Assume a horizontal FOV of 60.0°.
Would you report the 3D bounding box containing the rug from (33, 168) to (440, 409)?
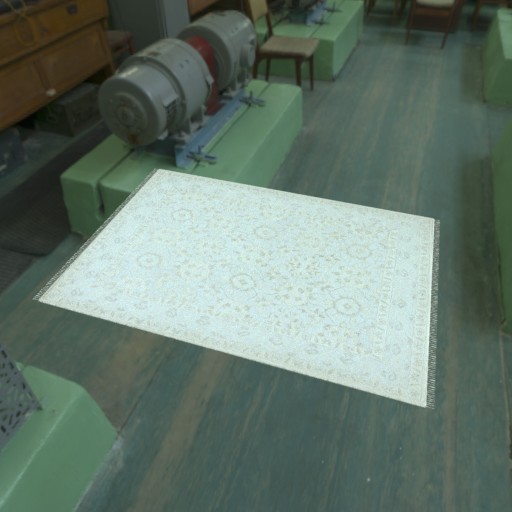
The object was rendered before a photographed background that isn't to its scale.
[{"bbox_3d":[0.000,0.000,2.843,2.233,0.011,1.514,12,44,13],"label":"rug"}]
